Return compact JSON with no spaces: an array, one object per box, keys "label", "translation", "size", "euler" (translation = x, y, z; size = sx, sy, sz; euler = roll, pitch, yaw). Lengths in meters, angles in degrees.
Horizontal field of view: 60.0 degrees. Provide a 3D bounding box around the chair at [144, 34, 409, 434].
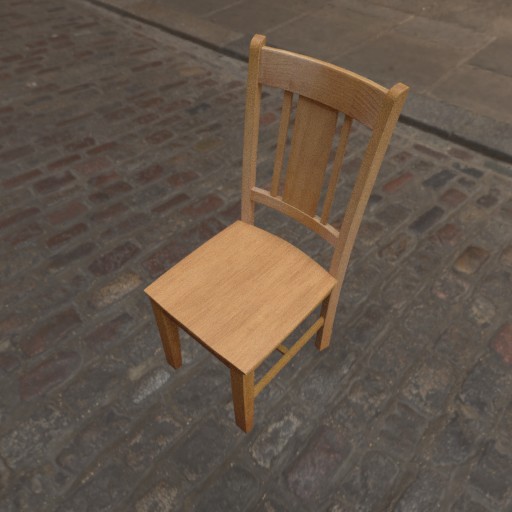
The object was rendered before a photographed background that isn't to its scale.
[{"label":"chair","translation":[0.000,0.000,1.307],"size":[0.450,0.998,0.556],"euler":[33,55,27]}]
